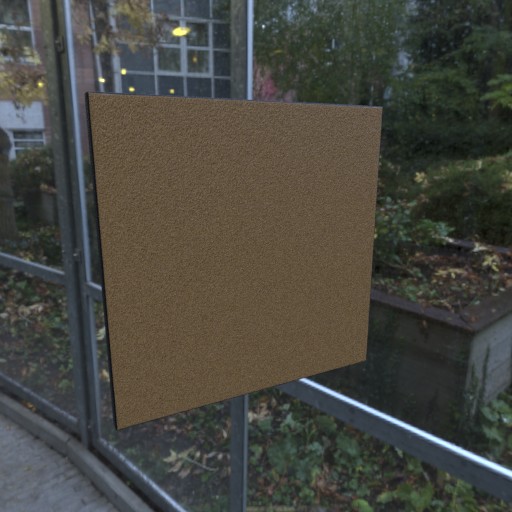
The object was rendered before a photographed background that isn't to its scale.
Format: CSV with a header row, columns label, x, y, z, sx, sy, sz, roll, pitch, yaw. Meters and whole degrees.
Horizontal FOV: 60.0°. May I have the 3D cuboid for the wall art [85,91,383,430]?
label,x,y,z,sx,sy,sz,roll,pitch,yaw
wall art,0.000,0.000,0.682,0.456,0.453,0.022,-7,16,-27
